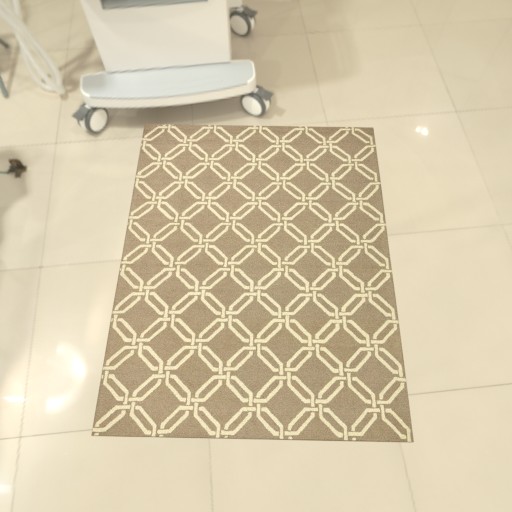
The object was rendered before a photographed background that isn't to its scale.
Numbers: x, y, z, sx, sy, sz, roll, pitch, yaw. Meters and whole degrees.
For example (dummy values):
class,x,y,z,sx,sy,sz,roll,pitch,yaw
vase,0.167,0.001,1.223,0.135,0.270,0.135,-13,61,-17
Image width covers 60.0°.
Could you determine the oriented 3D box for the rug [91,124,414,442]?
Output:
class,x,y,z,sx,sy,sz,roll,pitch,yaw
rug,0.000,0.000,3.780,2.288,0.018,2.895,1,64,0
